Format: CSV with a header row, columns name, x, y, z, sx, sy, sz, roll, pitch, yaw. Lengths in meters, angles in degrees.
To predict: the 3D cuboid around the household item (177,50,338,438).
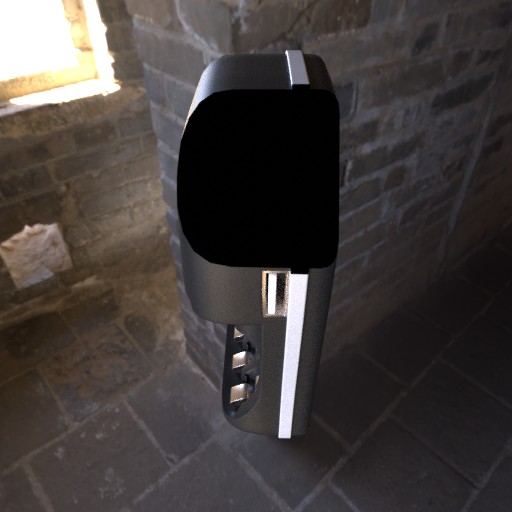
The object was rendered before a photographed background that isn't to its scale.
name,x,y,z,sx,sy,sz,roll,pitch,yaw
household item,0.000,0.000,0.143,0.038,0.114,0.070,0,41,0
